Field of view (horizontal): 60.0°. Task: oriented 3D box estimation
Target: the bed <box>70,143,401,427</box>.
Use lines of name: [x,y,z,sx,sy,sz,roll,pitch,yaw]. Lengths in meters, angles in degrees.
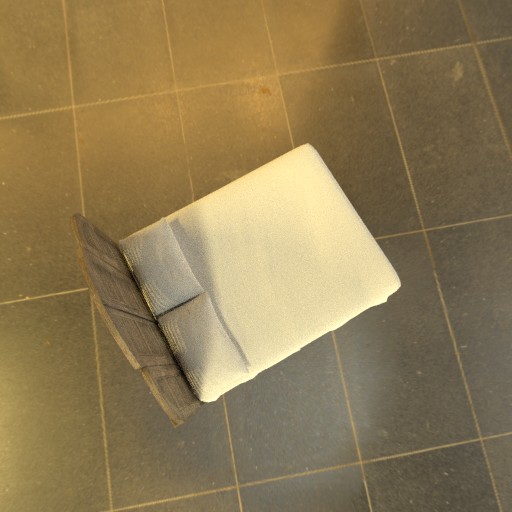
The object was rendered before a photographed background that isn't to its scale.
bed: [0.000,0.000,3.548,2.138,2.019,1.713,-29,79,-6]
